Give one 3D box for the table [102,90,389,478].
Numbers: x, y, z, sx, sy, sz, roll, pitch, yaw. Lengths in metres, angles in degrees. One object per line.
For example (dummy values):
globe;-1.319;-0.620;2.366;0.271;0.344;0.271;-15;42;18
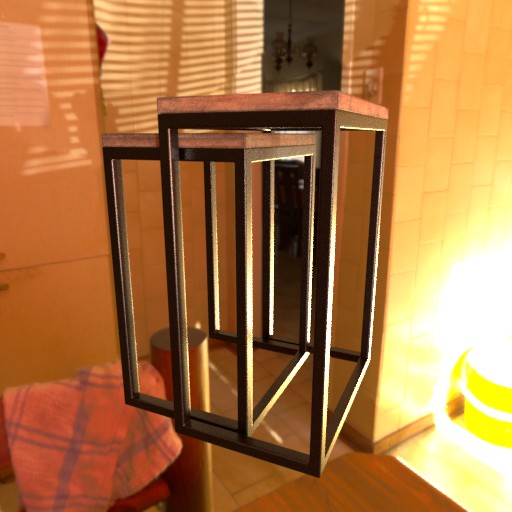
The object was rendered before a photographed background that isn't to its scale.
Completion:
table;0.000;0.000;0.950;0.460;0.615;0.456;8;17;26
